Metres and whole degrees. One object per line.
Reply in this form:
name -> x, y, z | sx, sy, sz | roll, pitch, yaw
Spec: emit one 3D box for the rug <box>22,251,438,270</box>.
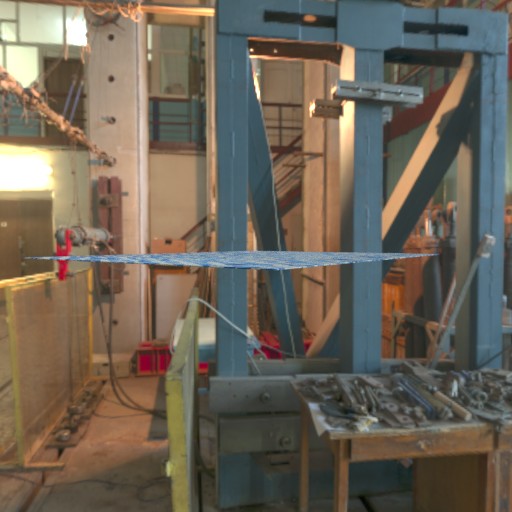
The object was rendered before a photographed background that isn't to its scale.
rug -> 0.000, 0.000, 4.029 | 2.435, 0.007, 3.007 | 1, 2, 37
